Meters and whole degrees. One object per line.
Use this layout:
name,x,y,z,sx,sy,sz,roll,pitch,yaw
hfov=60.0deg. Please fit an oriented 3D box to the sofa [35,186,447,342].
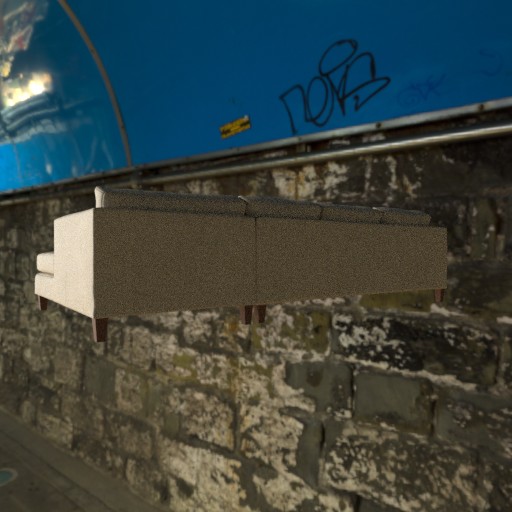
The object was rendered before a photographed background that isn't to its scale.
sofa,0.000,0.000,3.799,3.186,0.846,1.625,0,1,-36
